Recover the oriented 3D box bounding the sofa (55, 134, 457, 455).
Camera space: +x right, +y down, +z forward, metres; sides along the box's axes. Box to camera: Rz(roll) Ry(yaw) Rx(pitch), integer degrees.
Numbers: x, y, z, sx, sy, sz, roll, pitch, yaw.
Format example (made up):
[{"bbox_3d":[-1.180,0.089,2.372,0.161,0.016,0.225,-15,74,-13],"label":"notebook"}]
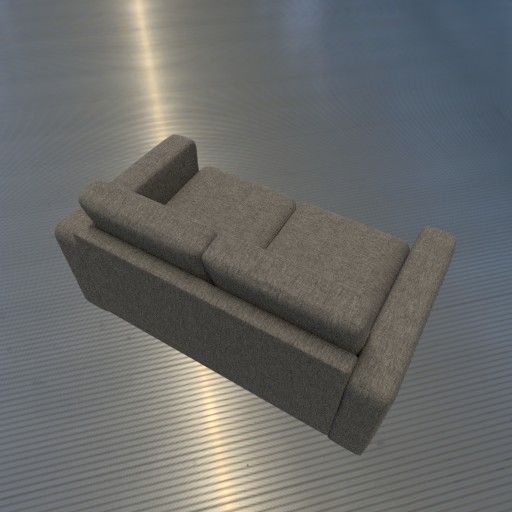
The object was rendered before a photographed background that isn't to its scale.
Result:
[{"bbox_3d":[0.000,0.000,2.001,1.520,0.800,0.900,24,53,20],"label":"sofa"}]
